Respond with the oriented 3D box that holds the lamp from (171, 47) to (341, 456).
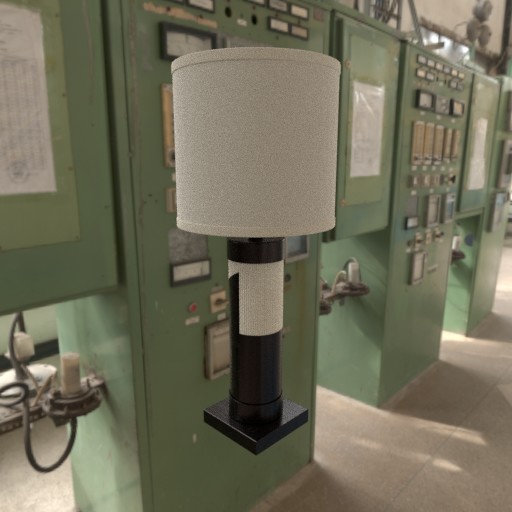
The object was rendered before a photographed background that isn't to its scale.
[{"bbox_3d":[0.000,0.000,0.610,0.211,0.509,0.211,12,17,43],"label":"lamp"}]
